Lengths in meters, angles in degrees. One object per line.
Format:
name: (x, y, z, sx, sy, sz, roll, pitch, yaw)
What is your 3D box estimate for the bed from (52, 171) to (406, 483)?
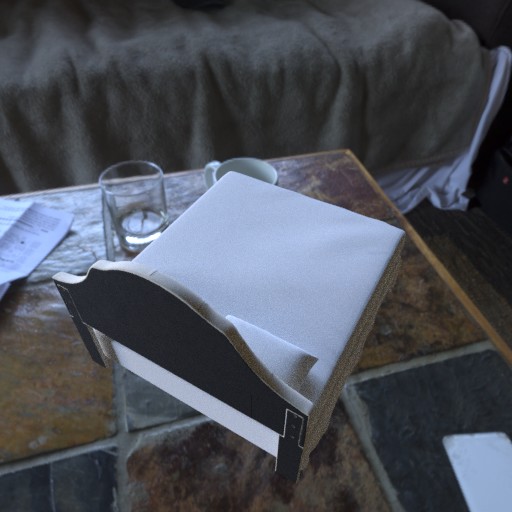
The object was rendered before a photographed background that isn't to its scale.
bed: (0.000, 0.000, 3.541, 2.008, 1.615, 2.214, 23, 50, 21)
